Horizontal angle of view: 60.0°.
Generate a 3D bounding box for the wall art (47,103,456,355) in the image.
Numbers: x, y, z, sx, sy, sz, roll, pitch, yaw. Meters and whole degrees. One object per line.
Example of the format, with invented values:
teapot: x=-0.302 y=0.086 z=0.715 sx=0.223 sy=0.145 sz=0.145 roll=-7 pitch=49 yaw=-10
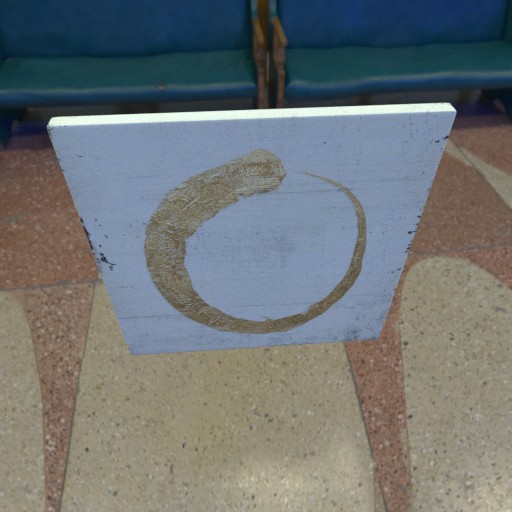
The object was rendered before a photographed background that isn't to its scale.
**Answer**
wall art: x=0.000 y=0.000 z=1.101 sx=0.762 sy=0.762 sz=0.038 roll=-3 pitch=45 yaw=-3
